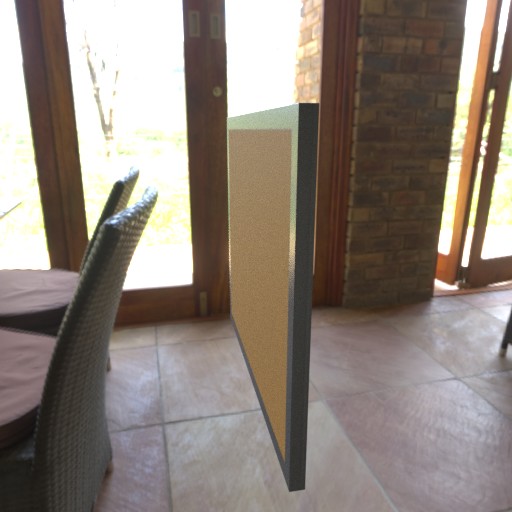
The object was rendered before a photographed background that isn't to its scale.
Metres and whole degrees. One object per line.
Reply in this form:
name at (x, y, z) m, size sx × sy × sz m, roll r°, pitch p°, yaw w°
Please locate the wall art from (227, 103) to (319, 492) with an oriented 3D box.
wall art at (0.000, 0.000, 0.908) m, size 0.026 × 0.558 × 0.660 m, roll -3°, pitch 16°, yaw -11°
